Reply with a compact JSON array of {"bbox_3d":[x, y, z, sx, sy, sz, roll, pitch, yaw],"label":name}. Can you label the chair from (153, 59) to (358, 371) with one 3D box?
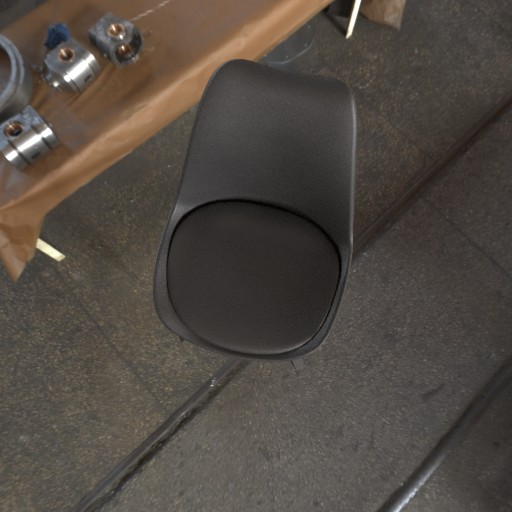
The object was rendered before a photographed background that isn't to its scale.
[{"bbox_3d":[0.000,0.000,1.197,0.485,0.850,0.550,13,75,4],"label":"chair"}]
